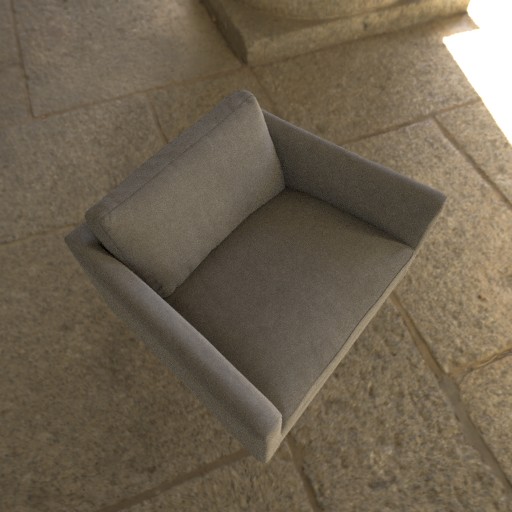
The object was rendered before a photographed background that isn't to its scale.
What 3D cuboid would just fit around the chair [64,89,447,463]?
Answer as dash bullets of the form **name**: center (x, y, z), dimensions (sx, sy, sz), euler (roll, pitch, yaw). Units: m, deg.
- **chair**: center (0.000, 0.000, 1.922), dimensions (1.091, 0.845, 1.190), euler (35, 65, 19)
